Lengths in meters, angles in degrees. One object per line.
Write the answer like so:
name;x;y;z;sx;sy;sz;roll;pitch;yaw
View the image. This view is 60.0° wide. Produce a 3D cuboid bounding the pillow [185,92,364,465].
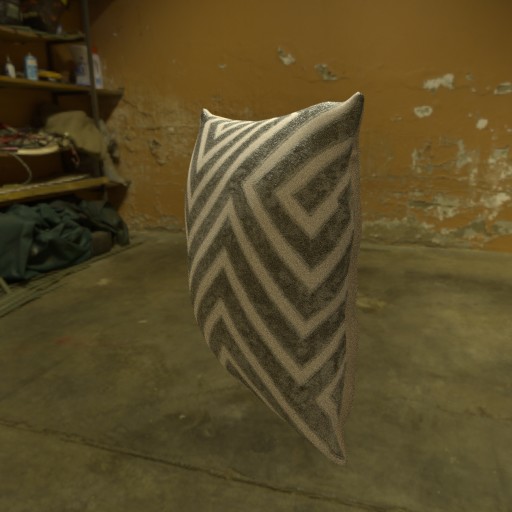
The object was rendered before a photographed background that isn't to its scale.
pillow;0.000;0.000;0.664;0.182;0.441;0.440;-8;17;-26
